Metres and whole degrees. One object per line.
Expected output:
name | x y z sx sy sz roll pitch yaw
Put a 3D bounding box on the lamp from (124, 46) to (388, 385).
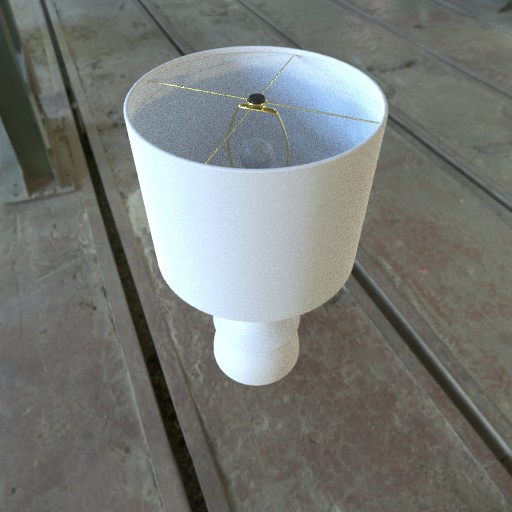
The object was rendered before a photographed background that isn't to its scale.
lamp | 0.000 0.000 0.704 0.301 0.533 0.301 15 48 15
